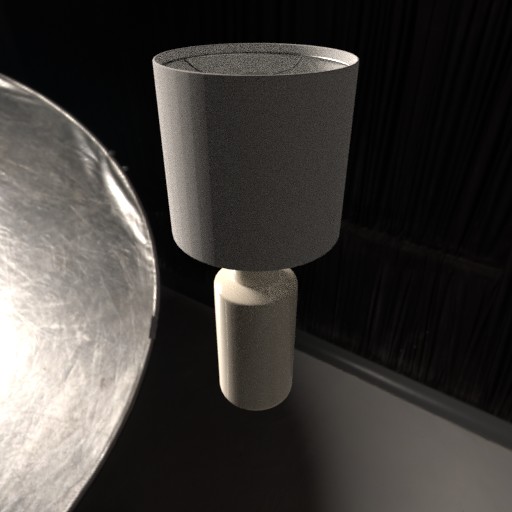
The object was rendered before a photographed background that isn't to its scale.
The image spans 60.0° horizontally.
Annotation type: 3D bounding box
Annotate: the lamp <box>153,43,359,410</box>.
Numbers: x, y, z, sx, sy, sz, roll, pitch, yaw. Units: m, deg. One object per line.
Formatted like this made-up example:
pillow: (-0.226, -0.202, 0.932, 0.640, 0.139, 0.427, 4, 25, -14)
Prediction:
lamp: (0.000, 0.000, 0.594, 0.212, 0.493, 0.212, 20, 37, 28)
